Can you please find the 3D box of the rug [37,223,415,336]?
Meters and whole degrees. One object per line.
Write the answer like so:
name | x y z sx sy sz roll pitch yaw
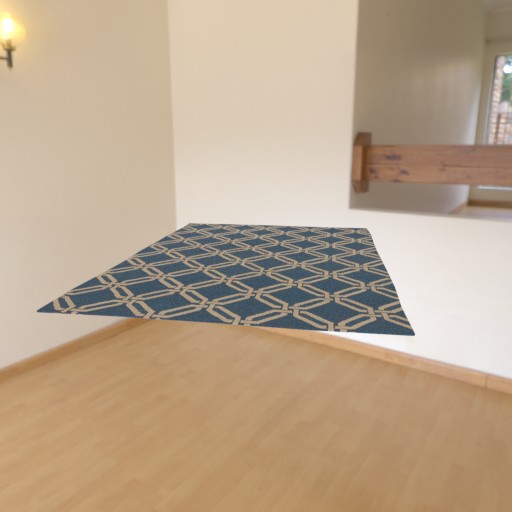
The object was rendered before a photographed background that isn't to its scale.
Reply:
rug | 0.000 0.000 2.733 1.524 0.013 2.135 2 14 9
